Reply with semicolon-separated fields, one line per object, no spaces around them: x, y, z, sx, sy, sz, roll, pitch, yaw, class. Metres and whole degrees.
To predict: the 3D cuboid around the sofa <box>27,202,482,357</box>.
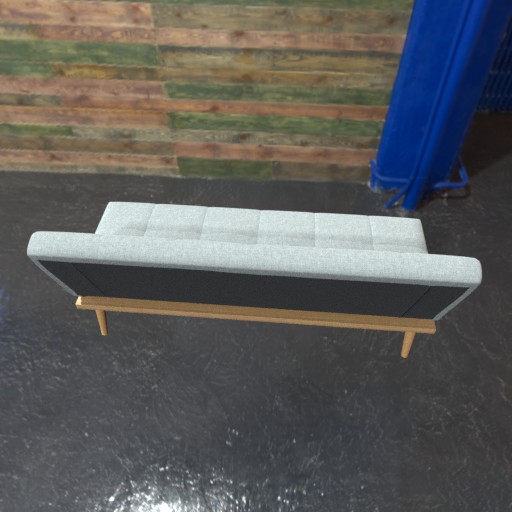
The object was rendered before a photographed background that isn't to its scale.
0.000;0.000;2.250;1.820;0.800;0.800;4;48;3;sofa
